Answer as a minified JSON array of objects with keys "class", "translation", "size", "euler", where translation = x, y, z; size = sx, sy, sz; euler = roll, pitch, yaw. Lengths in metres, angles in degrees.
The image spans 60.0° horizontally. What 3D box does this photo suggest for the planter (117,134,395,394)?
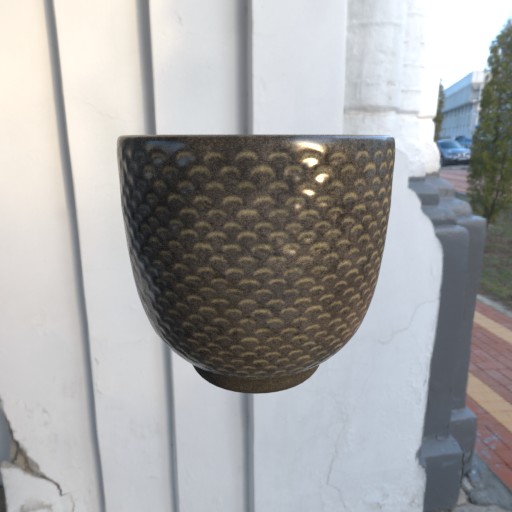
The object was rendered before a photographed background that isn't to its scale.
[{"class":"planter","translation":[0.000,0.000,0.304],"size":[0.172,0.160,0.172],"euler":[0,15,0]}]
